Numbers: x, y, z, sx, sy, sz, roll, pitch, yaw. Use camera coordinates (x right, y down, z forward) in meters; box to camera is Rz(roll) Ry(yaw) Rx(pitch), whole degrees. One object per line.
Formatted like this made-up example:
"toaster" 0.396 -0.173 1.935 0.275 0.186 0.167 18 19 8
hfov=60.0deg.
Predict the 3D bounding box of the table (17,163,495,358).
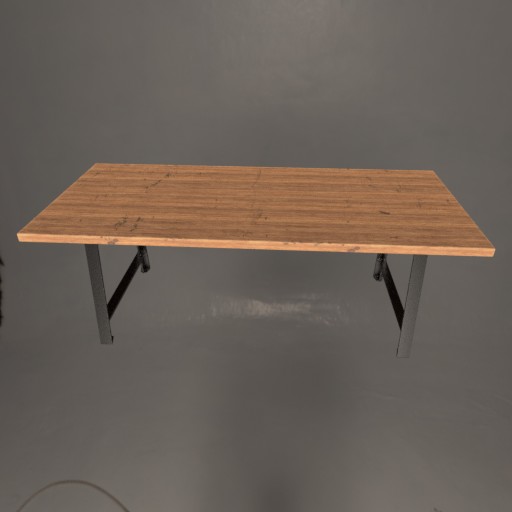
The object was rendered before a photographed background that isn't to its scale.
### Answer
"table" 0.000 0.000 2.650 2.200 0.757 1.000 2 31 3
